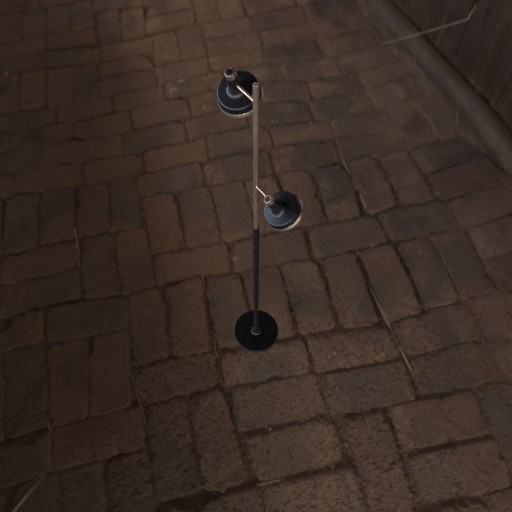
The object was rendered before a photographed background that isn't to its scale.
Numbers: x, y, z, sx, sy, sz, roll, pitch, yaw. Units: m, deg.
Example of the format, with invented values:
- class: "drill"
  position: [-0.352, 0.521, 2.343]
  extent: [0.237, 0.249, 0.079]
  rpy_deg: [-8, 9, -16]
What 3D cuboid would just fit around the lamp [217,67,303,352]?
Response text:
- class: "lamp"
  position: [0.000, 0.000, 1.834]
  extent: [0.253, 1.674, 0.351]
  rpy_deg: [-33, 64, -18]
